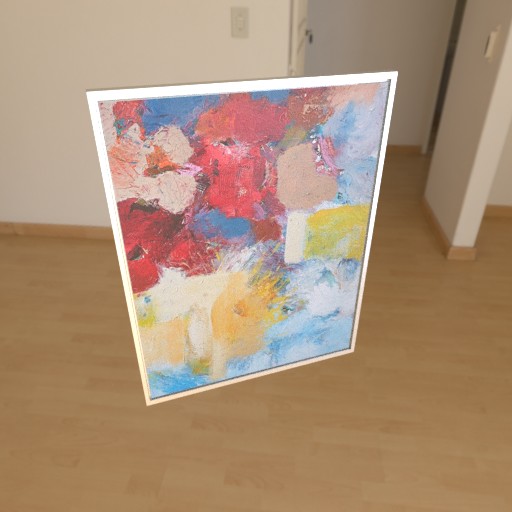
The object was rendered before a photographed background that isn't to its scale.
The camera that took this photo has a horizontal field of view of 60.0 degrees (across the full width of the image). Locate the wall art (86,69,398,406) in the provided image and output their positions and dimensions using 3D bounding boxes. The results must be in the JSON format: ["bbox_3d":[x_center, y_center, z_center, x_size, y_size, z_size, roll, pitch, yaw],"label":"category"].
[{"bbox_3d":[0.000,0.000,1.393,0.816,1.046,0.030,-10,33,-16],"label":"wall art"}]
